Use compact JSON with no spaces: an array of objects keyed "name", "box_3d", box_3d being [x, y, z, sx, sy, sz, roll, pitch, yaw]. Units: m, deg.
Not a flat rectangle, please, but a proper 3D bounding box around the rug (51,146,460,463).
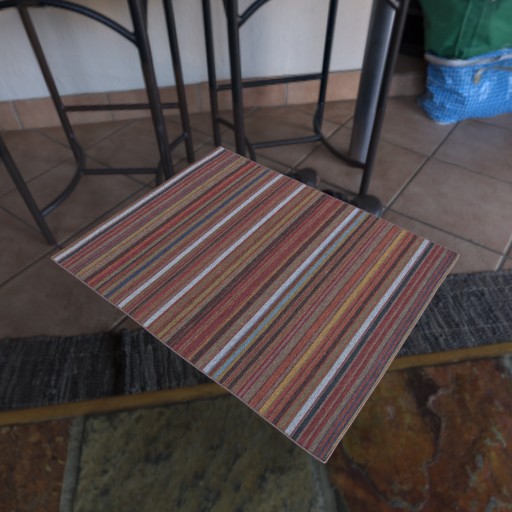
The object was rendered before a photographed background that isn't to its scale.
[{"name":"rug","box_3d":[0.000,0.000,4.263,3.092,0.023,2.479,30,53,25]}]
